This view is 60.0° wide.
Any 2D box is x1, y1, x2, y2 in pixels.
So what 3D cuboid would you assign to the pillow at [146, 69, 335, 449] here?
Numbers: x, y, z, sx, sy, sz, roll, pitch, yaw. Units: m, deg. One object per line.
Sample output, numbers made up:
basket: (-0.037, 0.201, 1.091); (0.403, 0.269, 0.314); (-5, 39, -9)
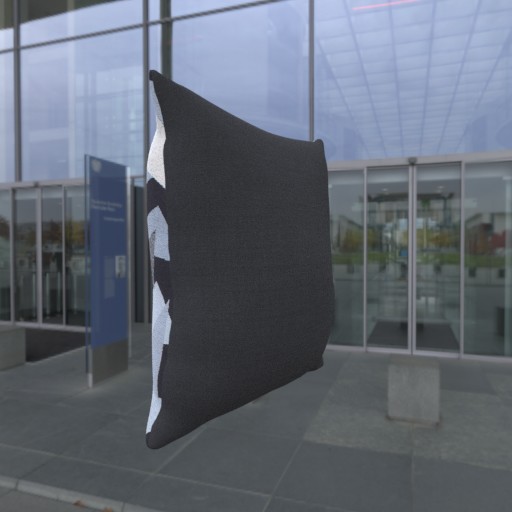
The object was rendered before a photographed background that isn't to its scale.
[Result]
pillow: (0.000, 0.000, 0.773); (0.208, 0.496, 0.503); (1, 1, 34)
